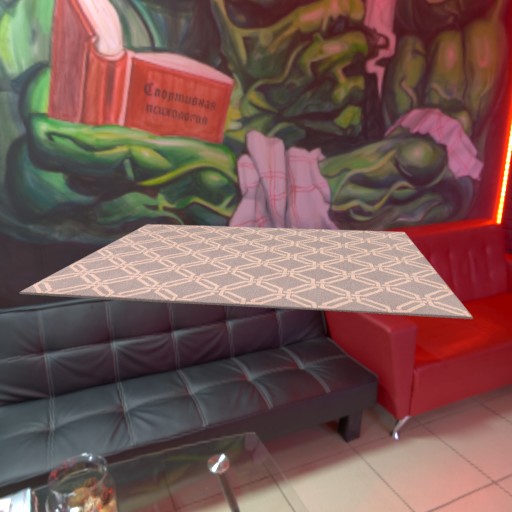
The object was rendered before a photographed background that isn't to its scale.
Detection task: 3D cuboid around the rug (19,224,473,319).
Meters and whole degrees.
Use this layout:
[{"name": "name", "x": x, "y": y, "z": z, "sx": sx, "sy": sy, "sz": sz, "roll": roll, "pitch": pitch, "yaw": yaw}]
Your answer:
[{"name": "rug", "x": 0.000, "y": 0.000, "z": 3.872, "sx": 2.895, "sy": 0.018, "sz": 2.288, "roll": 2, "pitch": 16, "yaw": 8}]
